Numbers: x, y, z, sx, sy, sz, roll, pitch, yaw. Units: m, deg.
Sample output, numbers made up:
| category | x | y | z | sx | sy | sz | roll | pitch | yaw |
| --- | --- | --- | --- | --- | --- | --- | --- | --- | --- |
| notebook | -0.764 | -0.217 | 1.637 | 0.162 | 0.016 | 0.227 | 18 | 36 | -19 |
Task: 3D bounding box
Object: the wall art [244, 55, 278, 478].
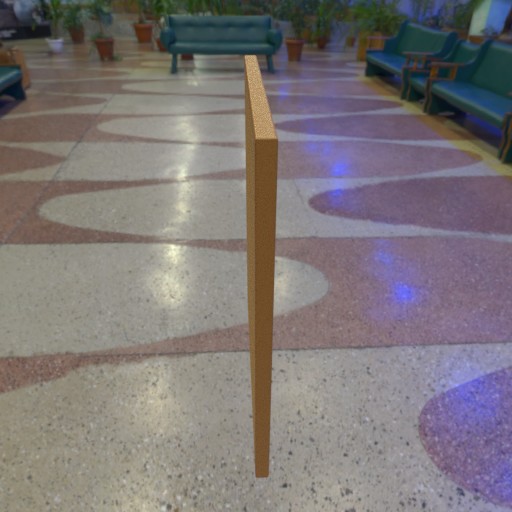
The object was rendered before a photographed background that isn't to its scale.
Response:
| category | x | y | z | sx | sy | sz | roll | pitch | yaw |
| --- | --- | --- | --- | --- | --- | --- | --- | --- | --- |
| wall art | 0.000 | 0.000 | 0.747 | 0.022 | 0.553 | 0.452 | -1 | 33 | -2 |
